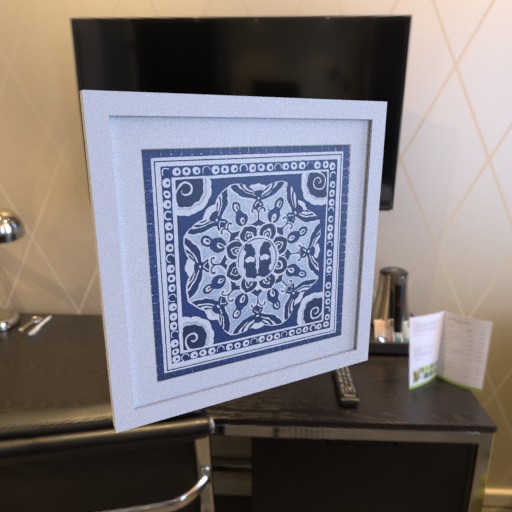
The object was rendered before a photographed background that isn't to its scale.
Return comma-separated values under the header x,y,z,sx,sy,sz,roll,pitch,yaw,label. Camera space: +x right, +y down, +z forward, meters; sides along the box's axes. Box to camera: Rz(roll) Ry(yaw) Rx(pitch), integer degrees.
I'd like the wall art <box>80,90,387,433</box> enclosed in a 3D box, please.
x,y,z,sx,sy,sz,roll,pitch,yaw,label
0.000,0.000,0.827,0.559,0.559,0.028,-8,18,-26,wall art
